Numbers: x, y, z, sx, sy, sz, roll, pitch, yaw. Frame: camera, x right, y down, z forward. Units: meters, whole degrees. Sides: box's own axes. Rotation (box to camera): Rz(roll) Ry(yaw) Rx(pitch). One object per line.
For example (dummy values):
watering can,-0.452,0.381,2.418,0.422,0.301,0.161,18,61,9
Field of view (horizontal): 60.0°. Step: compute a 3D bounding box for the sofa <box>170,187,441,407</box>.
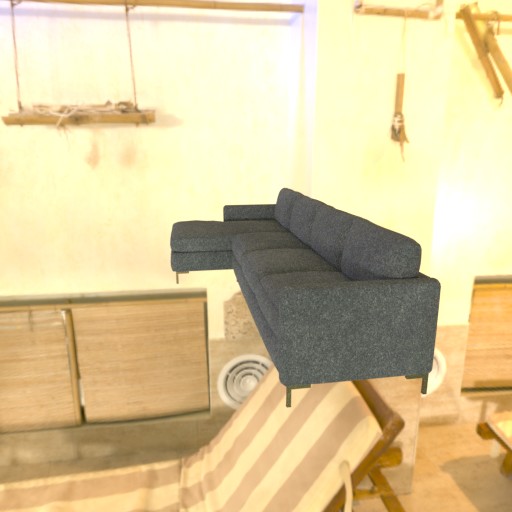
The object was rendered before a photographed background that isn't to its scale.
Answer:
sofa,0.000,0.000,3.448,1.350,0.810,2.932,-2,14,-9
